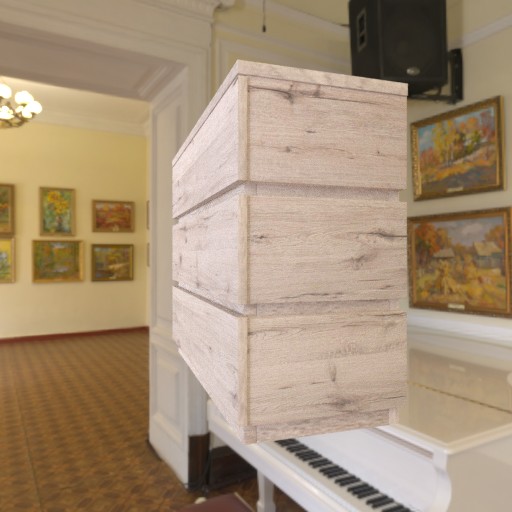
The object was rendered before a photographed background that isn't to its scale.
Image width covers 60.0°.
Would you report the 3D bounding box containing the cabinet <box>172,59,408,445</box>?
[{"bbox_3d":[0.000,0.000,1.483,0.420,0.820,1.040,0,0,-18],"label":"cabinet"}]
